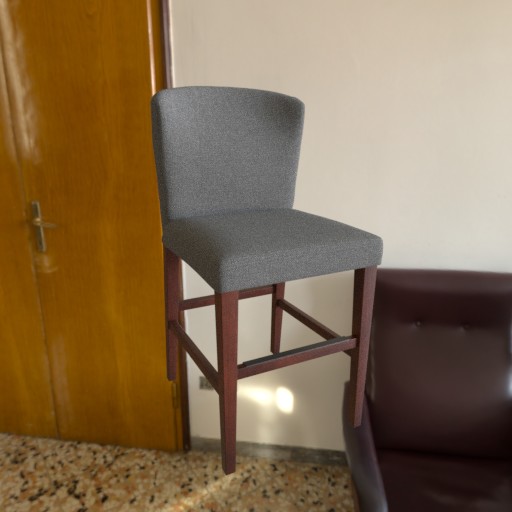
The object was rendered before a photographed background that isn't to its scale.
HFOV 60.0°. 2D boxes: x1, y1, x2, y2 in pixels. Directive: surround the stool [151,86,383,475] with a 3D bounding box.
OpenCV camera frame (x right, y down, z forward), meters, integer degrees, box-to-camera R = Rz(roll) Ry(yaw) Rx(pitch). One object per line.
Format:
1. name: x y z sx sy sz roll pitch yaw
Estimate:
1. stool: 0.000 0.000 1.298 0.479 0.968 0.568 -8 18 -26
